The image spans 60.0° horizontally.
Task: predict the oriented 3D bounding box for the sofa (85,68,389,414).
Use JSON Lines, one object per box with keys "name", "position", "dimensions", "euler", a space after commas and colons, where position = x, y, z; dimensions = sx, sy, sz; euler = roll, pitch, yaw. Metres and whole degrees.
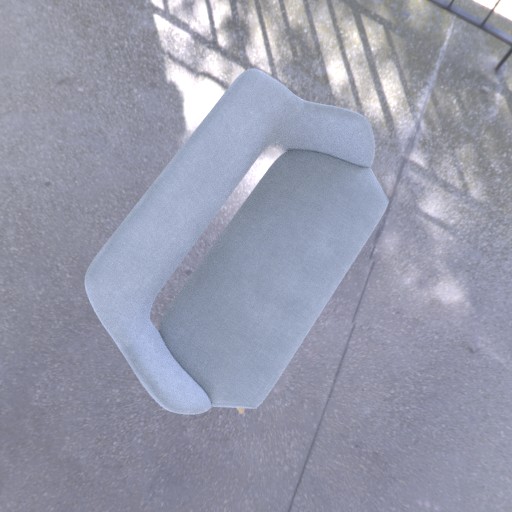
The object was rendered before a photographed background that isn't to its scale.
{"name": "sofa", "position": [0.000, 0.000, 1.622], "dimensions": [0.610, 0.840, 1.150], "euler": [33, 78, 8]}
